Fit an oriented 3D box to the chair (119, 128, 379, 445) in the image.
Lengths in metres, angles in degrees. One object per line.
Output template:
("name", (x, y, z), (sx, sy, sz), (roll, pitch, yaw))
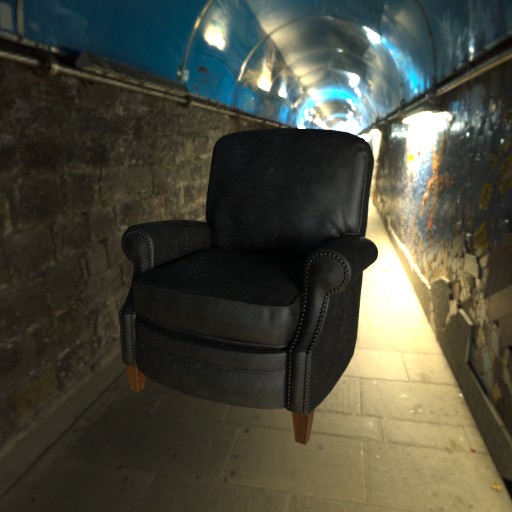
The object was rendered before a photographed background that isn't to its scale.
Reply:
("chair", (0.000, 0.000, 1.808), (0.936, 1.018, 0.986), (7, 16, 26))
